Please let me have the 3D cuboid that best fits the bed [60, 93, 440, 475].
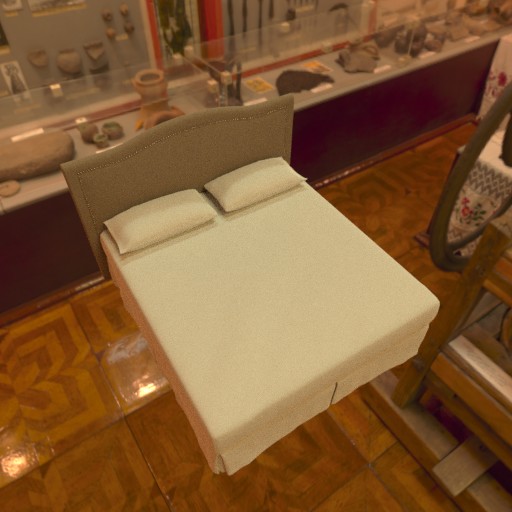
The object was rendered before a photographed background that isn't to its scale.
[{"bbox_3d":[0.000,0.000,3.463,2.083,1.421,2.182,-25,52,-21],"label":"bed"}]
